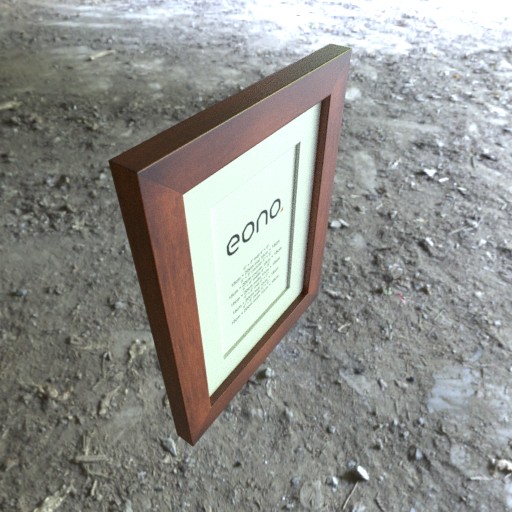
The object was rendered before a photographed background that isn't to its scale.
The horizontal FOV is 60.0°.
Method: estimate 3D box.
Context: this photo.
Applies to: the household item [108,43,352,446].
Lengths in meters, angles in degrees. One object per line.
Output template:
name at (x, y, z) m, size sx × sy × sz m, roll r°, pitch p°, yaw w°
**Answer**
household item at (0.000, 0.000, 0.333) m, size 0.020 × 0.250 × 0.200 m, roll 25°, pitch 48°, yaw 26°
